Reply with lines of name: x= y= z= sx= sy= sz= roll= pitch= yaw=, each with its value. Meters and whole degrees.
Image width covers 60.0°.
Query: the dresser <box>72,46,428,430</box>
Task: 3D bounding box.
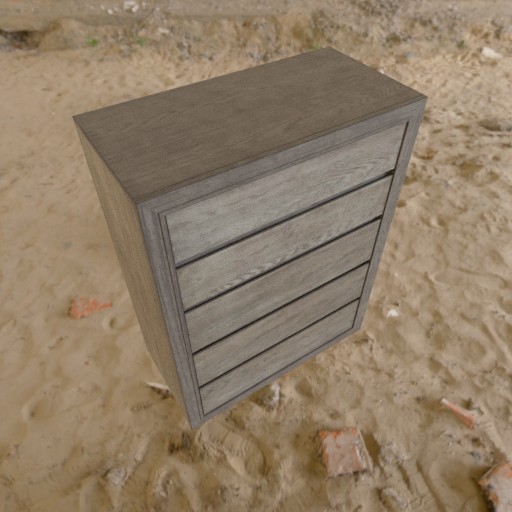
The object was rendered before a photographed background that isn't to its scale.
dresser: x=0.000 y=0.000 z=1.800 sx=0.967 sy=1.295 sz=0.483 roll=-25 pitch=51 yaw=-22
